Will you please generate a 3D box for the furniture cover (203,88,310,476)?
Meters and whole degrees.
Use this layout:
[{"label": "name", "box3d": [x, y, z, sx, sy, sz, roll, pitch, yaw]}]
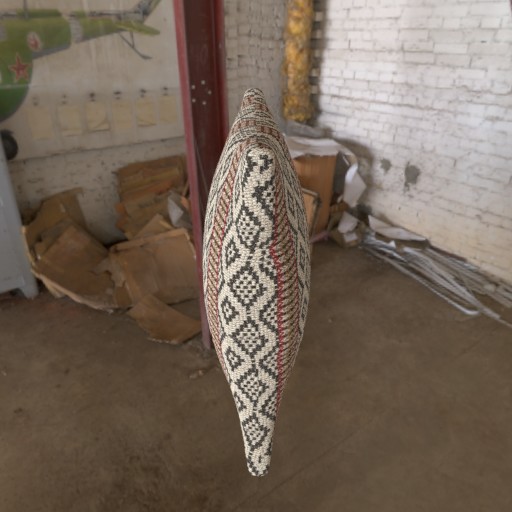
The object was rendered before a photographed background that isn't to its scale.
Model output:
[{"label": "furniture cover", "box3d": [0.000, 0.000, 0.785, 0.182, 0.506, 0.503, 0, 27, -1]}]
